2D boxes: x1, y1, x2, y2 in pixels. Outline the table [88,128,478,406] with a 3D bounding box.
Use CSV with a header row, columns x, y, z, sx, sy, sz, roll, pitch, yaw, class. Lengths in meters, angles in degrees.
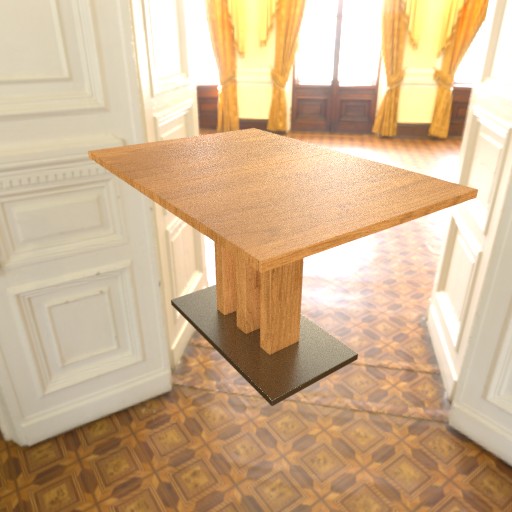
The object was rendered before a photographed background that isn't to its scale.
x,y,z,sx,sy,sz,roll,pitch,yaw,class
0.000,0.000,1.894,0.900,0.770,1.300,-18,32,-31,table
